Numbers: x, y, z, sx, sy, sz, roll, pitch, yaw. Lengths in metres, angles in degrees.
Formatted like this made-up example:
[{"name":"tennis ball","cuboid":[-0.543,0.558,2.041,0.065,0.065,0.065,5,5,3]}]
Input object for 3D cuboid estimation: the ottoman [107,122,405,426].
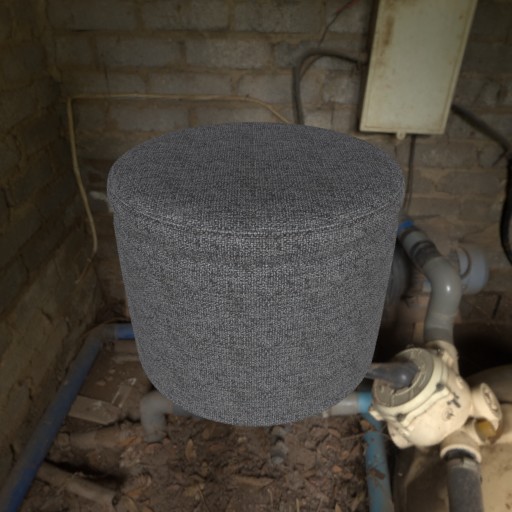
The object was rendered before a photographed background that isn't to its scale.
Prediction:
[{"name":"ottoman","cuboid":[0.000,0.000,0.893,0.520,0.430,0.520,0,32,0]}]
